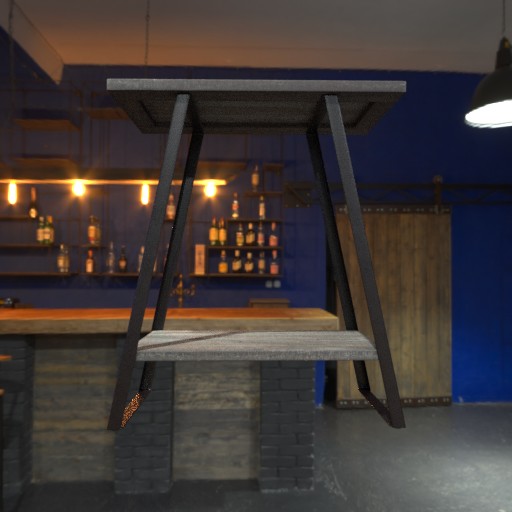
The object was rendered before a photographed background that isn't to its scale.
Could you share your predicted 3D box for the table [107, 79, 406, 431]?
[{"bbox_3d":[0.000,0.000,1.030,0.599,0.701,0.300,0,-1,-1],"label":"table"}]
